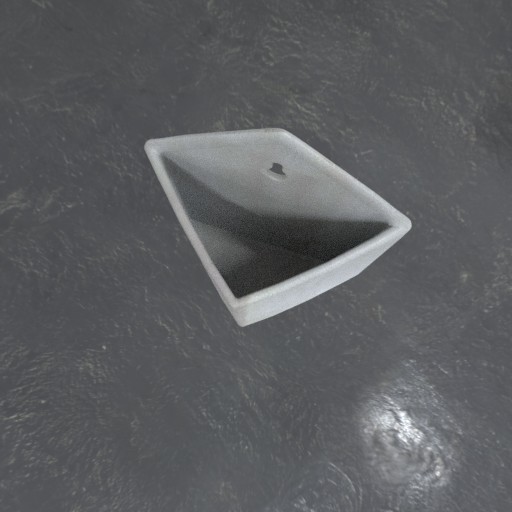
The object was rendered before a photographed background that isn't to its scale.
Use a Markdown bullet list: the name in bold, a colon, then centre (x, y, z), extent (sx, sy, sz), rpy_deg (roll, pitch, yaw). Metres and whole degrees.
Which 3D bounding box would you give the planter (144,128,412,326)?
- **planter**: centre (0.000, 0.000, 0.285), extent (0.163, 0.194, 0.080), rpy_deg (18, 77, 4)
